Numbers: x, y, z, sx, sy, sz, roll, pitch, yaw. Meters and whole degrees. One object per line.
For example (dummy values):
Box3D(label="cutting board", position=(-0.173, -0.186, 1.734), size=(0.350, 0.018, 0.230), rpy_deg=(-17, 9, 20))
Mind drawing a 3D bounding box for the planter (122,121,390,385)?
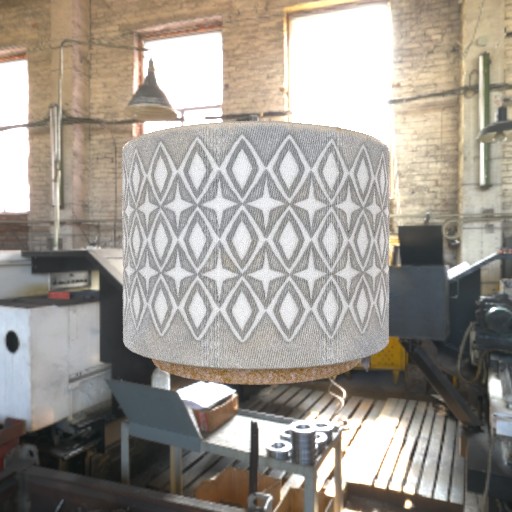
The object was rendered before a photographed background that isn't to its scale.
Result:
Box3D(label="planter", position=(0.000, 0.000, 0.285), size=(0.164, 0.127, 0.164), rpy_deg=(0, 1, 0))
